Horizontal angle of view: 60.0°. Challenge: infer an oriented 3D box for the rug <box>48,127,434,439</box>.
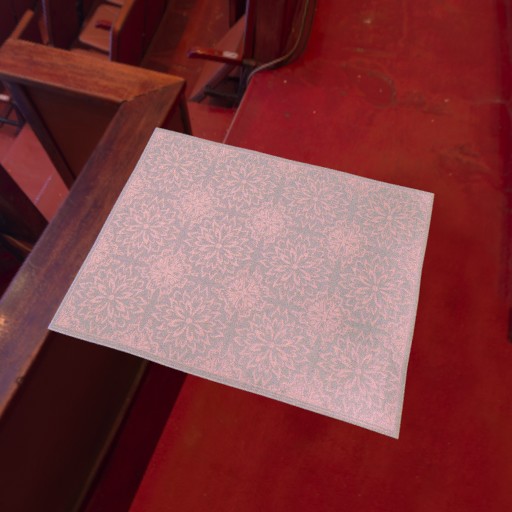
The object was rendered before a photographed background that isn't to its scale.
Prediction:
[{"bbox_3d":[0.000,0.000,4.082,2.980,0.012,2.363,15,64,8],"label":"rug"}]
